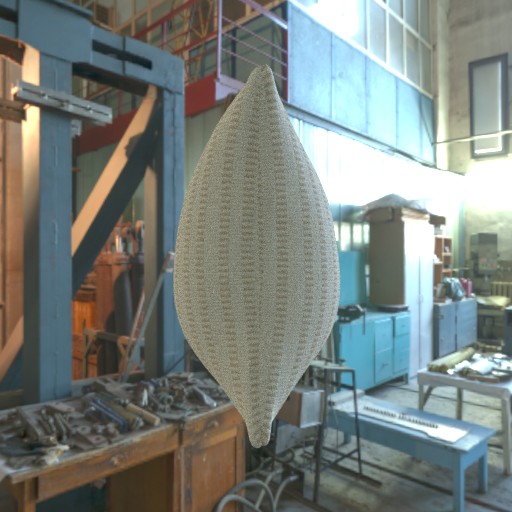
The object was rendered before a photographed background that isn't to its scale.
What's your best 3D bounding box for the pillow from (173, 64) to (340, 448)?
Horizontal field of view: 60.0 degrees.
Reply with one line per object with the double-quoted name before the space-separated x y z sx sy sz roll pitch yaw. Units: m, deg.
"pillow" 0.000 0.000 0.694 0.247 0.419 0.438 0 0 -2
